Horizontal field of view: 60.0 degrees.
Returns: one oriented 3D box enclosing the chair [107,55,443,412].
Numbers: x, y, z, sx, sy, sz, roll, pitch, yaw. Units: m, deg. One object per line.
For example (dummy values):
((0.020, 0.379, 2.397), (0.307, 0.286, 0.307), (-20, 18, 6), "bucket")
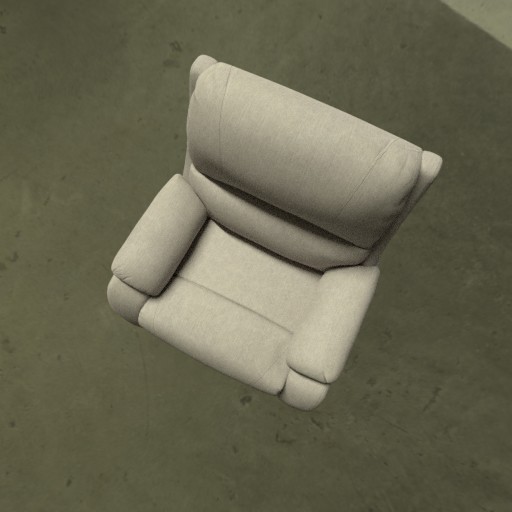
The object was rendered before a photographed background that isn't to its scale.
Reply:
((0.000, 0.000, 1.700), (0.930, 1.011, 0.899), (26, 76, 7), "chair")
